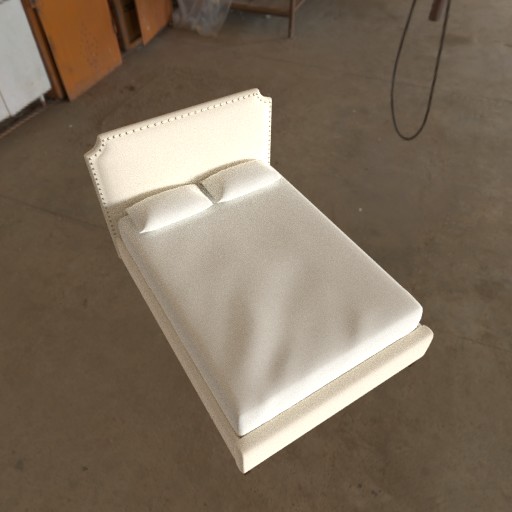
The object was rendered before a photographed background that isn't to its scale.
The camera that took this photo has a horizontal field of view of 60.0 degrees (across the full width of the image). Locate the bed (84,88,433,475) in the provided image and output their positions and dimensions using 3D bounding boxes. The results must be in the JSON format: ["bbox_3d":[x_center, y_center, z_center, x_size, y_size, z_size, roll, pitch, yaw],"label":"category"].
[{"bbox_3d":[0.000,0.000,3.492,1.712,1.443,2.365,-25,52,-21],"label":"bed"}]
